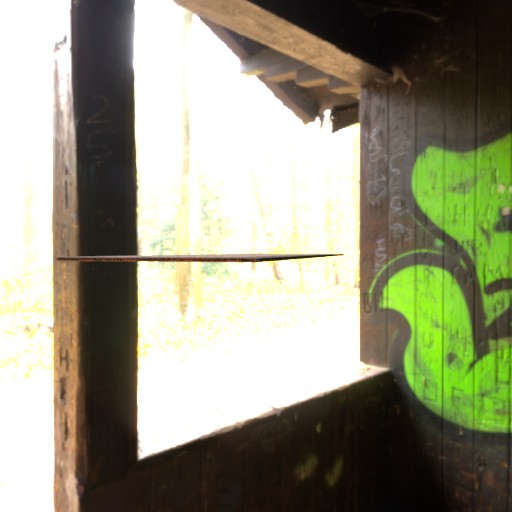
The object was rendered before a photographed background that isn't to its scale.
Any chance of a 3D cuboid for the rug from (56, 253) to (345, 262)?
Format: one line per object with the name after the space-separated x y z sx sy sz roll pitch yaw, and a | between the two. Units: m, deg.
0.000 0.000 2.673 0.810 0.016 2.413 0 1 18 | rug
